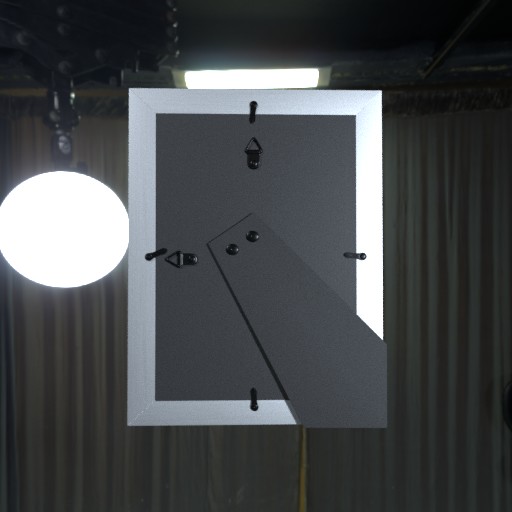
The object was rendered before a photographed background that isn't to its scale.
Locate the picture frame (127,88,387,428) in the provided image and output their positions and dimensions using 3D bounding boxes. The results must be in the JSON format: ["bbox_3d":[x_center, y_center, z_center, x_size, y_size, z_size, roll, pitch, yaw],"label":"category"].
[{"bbox_3d":[0.000,0.000,0.280,0.157,0.208,0.028,0,-1,-2],"label":"picture frame"}]
